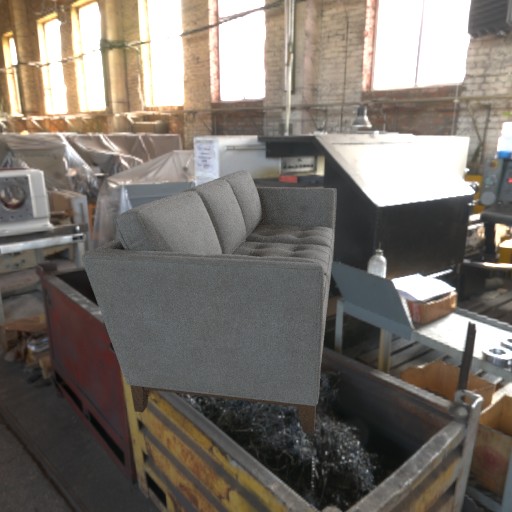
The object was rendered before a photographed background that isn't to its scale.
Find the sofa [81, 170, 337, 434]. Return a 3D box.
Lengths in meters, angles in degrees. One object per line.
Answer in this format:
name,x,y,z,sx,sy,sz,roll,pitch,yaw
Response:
sofa,0.000,0.000,2.882,0.965,0.940,2.387,3,16,11
